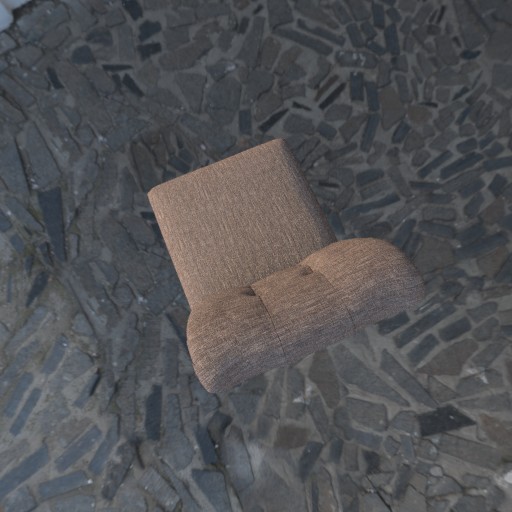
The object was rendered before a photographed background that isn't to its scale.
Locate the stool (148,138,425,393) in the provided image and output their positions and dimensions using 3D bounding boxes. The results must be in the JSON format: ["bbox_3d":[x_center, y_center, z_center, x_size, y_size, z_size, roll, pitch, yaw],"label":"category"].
[{"bbox_3d":[0.000,0.000,1.301,0.457,0.970,0.611,-23,78,-5],"label":"stool"}]
